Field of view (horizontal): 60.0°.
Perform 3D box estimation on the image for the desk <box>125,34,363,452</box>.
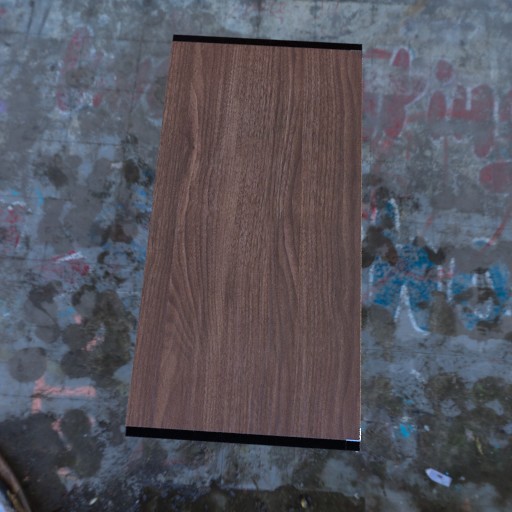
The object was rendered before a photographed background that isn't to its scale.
[{"bbox_3d":[0.000,0.000,1.436,0.508,0.762,1.016,3,77,1],"label":"desk"}]
